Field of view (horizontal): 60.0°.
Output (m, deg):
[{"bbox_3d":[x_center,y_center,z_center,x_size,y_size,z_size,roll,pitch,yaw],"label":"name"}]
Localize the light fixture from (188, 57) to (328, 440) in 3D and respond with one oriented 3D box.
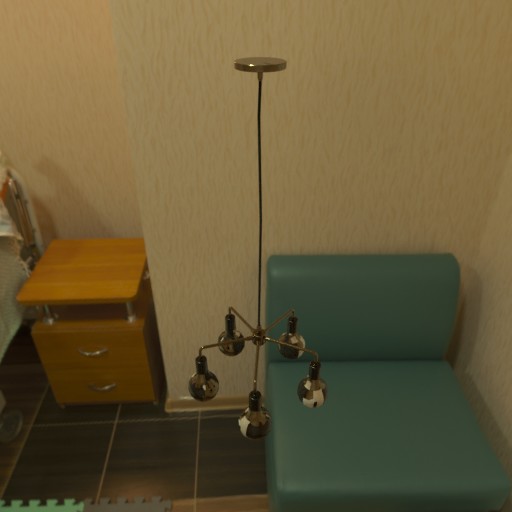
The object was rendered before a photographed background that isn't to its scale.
[{"bbox_3d":[0.000,0.000,1.208,0.438,0.988,0.421,-19,37,-27],"label":"light fixture"}]
